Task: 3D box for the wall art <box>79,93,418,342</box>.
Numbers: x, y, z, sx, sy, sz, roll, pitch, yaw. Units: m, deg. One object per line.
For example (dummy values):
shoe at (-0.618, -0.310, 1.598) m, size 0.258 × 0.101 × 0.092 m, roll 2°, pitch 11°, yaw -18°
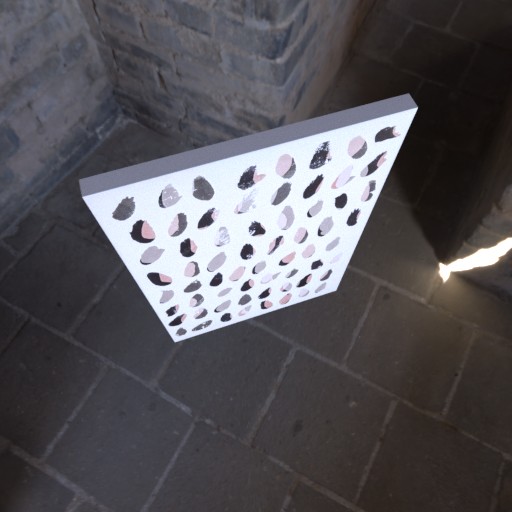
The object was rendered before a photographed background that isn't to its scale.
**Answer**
wall art at (0.000, 0.000, 0.785) m, size 0.405 × 0.608 × 0.025 m, roll -17°, pitch 65°, yaw -8°
